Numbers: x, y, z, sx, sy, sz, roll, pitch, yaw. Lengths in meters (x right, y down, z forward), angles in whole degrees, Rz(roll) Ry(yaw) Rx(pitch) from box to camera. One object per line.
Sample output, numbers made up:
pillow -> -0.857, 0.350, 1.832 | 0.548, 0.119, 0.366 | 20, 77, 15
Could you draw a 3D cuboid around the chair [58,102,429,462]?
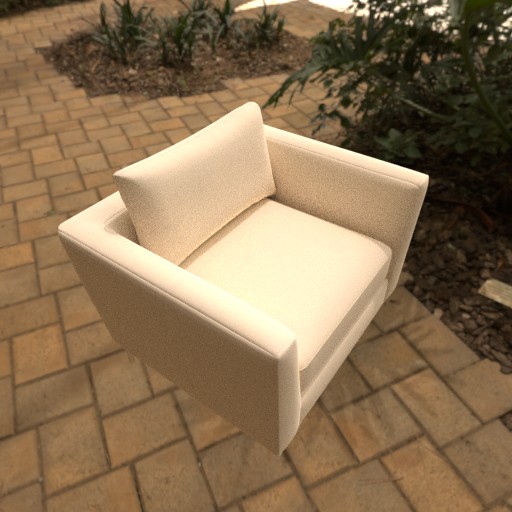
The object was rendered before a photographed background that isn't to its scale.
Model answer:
chair -> 0.000, 0.000, 1.703 | 0.889, 0.865, 1.041 | 25, 47, 26
